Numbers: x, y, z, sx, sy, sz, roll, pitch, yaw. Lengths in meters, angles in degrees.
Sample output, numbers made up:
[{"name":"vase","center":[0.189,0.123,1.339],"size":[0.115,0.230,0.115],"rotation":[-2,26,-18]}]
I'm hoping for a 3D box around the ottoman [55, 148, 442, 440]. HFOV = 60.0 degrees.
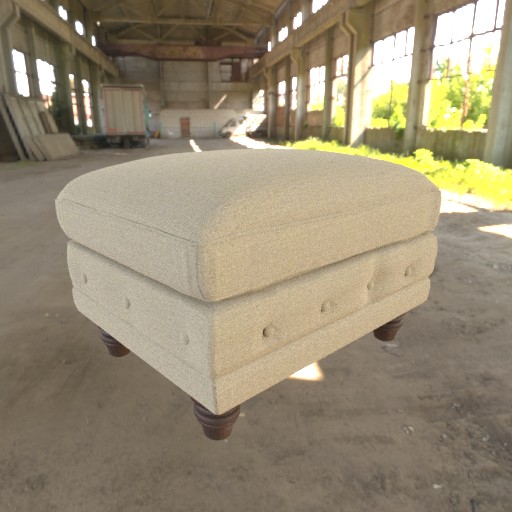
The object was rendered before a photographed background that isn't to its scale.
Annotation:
[{"name":"ottoman","center":[0.000,0.000,1.000],"size":[0.684,0.463,0.541],"rotation":[-15,23,-40]}]
